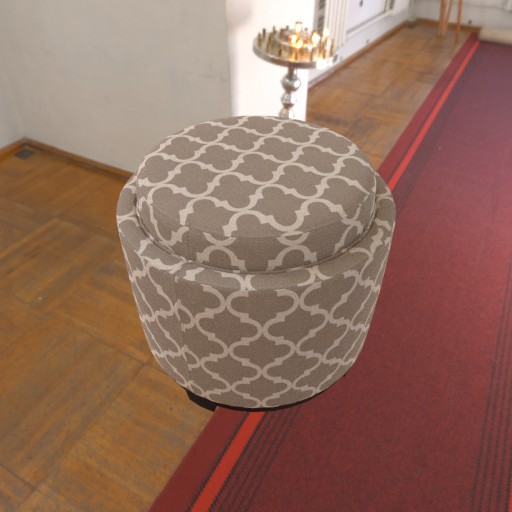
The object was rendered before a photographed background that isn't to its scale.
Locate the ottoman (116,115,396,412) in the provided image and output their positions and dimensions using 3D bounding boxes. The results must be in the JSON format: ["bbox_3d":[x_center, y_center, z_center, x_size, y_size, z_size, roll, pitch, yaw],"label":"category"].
[{"bbox_3d":[0.000,0.000,0.861,0.480,0.429,0.480,0,41,0],"label":"ottoman"}]
